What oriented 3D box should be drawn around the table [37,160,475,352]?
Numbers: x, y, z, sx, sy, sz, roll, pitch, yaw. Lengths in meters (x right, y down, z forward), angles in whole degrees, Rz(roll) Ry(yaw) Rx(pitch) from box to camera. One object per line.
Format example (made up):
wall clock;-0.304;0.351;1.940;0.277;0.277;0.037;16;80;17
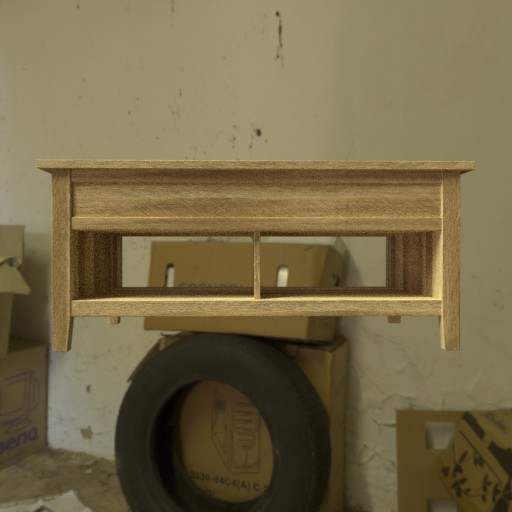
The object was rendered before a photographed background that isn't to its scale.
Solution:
table;0.000;0.000;1.354;1.095;0.480;0.493;0;0;-1
